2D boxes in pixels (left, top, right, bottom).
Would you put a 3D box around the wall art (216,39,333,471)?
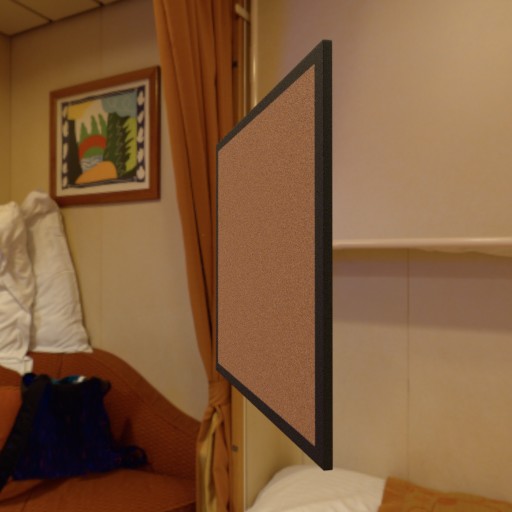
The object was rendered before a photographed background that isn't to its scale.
[{"bbox_3d":[0.000,0.000,0.987,0.016,0.659,0.663,0,-1,-19],"label":"wall art"}]
